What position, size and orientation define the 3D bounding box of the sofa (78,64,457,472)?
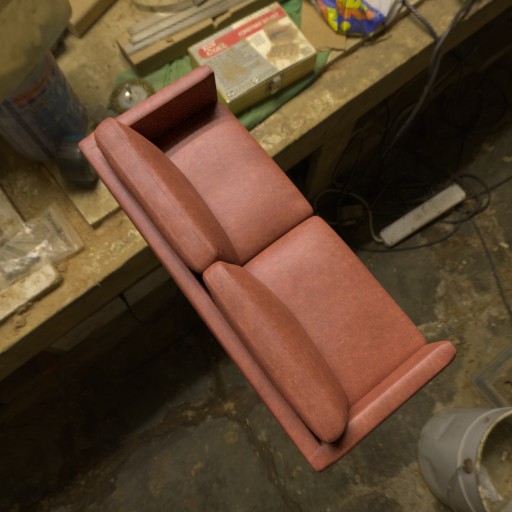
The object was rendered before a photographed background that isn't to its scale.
[{"bbox_3d":[0.000,0.000,2.654,0.950,0.932,2.204,-36,77,-10],"label":"sofa"}]
